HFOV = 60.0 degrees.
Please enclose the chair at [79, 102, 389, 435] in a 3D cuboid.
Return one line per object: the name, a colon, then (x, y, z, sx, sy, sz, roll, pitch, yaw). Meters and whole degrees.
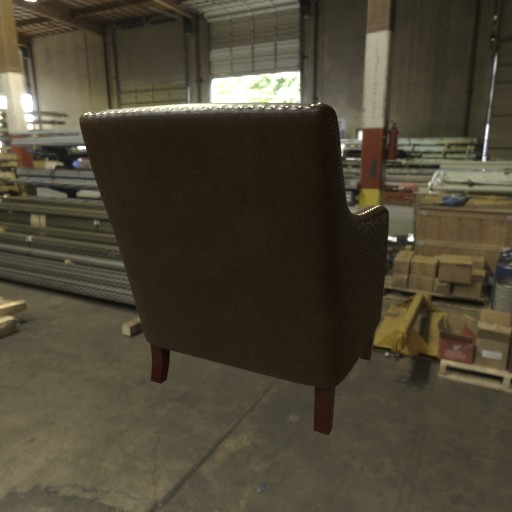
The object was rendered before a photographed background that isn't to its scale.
chair: (0.000, 0.000, 1.308, 0.639, 0.813, 0.704, 7, 16, 26)
